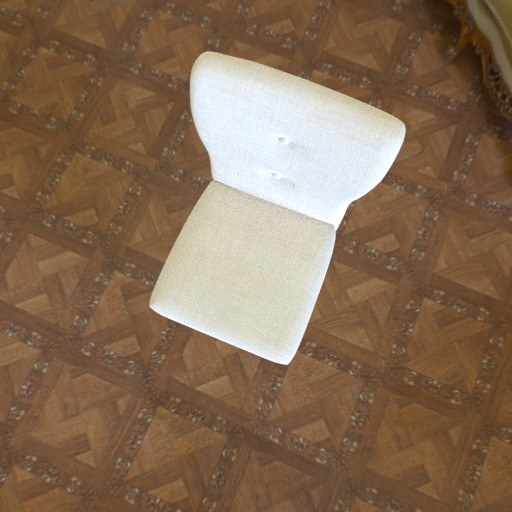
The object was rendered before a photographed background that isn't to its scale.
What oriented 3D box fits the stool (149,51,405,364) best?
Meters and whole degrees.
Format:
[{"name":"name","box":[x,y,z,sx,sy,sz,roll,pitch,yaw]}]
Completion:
[{"name":"stool","box":[0.000,0.000,1.482,0.516,1.124,0.603,21,77,5]}]
